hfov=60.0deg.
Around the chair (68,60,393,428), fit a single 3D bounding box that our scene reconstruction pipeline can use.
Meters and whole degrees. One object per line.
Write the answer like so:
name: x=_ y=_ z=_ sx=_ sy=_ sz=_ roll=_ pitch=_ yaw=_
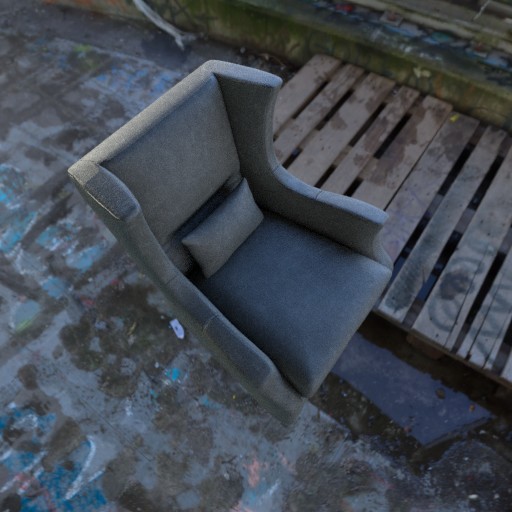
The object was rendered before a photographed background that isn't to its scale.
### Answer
chair: x=0.000 y=0.000 z=1.721 sx=0.926 sy=1.016 sz=0.853 roll=33 pitch=64 yaw=18
